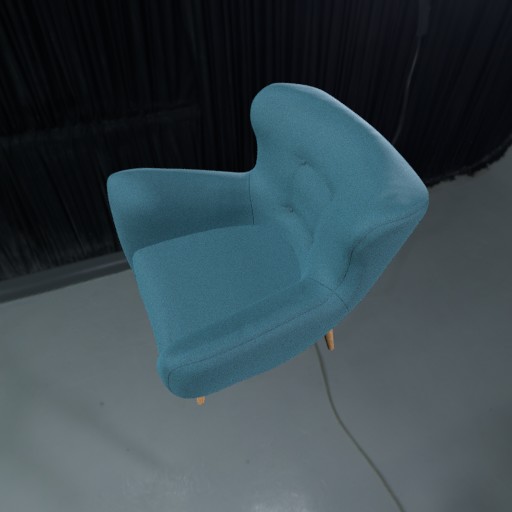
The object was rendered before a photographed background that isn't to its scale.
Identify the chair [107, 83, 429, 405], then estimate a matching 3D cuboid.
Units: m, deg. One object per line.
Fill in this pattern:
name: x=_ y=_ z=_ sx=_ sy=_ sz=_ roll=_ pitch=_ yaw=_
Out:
chair: x=0.000 y=0.000 z=1.618 sx=0.889 sy=0.889 sz=0.890 roll=-17 pitch=50 yaw=-15
